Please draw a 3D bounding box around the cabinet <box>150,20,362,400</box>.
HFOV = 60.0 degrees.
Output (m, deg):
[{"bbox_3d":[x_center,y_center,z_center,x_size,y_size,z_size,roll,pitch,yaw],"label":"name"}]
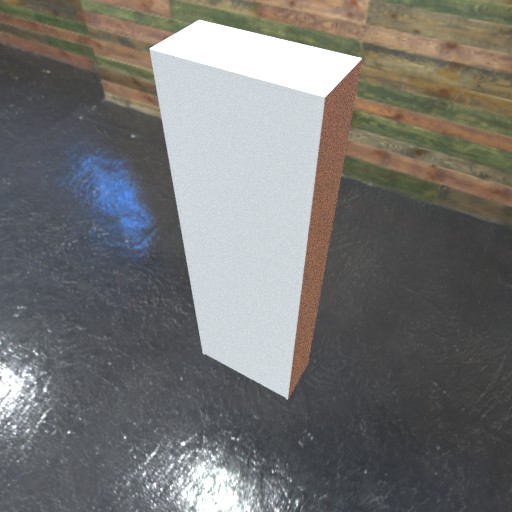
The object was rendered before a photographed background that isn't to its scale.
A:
[{"bbox_3d":[0.000,0.000,1.792,0.520,1.630,0.255,23,52,20],"label":"cabinet"}]
